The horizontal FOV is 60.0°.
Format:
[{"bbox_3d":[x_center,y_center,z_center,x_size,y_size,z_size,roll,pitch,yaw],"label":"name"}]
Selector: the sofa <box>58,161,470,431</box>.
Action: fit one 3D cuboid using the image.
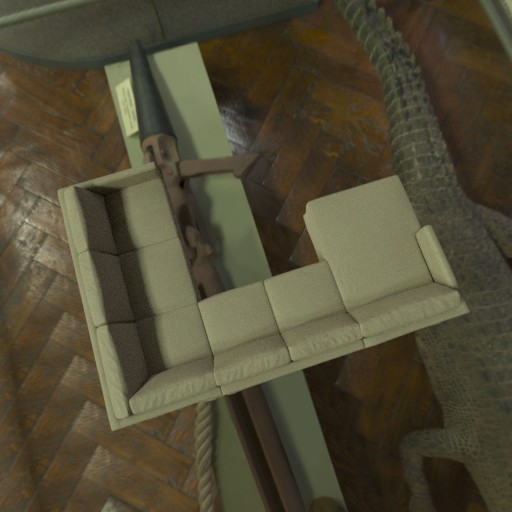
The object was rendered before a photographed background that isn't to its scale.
[{"bbox_3d":[0.000,0.000,4.569,3.528,0.878,2.476,-17,76,-4],"label":"sofa"}]
